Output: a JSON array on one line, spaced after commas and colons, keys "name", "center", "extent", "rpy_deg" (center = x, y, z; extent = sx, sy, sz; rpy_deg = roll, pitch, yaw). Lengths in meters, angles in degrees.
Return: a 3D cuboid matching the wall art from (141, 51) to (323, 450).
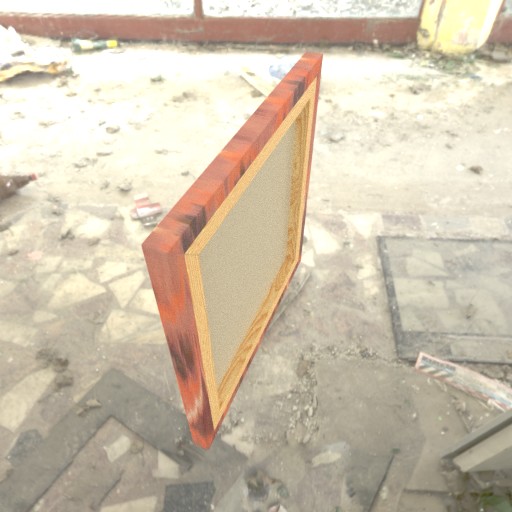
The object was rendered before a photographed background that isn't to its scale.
[{"name": "wall art", "center": [0.000, 0.000, 0.923], "extent": [0.037, 0.609, 0.603], "rpy_deg": [17, 49, 16]}]
